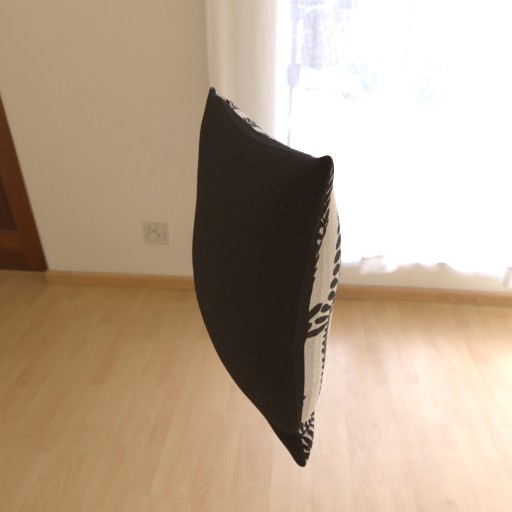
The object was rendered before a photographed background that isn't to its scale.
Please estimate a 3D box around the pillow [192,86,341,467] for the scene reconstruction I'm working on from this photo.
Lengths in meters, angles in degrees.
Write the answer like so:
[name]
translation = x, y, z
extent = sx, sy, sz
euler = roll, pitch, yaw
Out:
[pillow]
translation = 0.000, 0.000, 0.684
extent = 0.182, 0.441, 0.440
euler = -10, 32, -17
